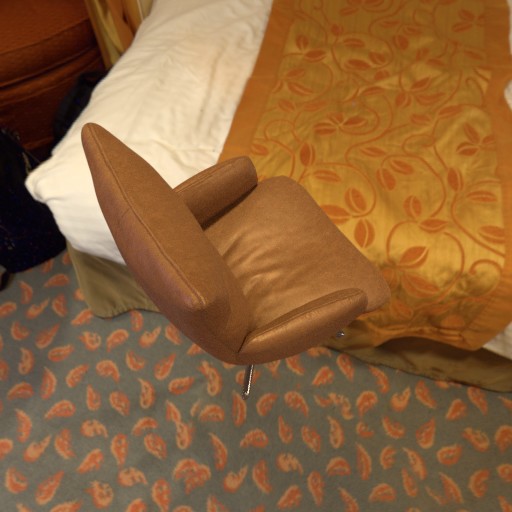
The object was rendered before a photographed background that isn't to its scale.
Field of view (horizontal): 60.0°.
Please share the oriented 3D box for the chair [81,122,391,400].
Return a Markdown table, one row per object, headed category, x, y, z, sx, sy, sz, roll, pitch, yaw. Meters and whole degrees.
| category | x | y | z | sx | sy | sz | roll | pitch | yaw |
| --- | --- | --- | --- | --- | --- | --- | --- | --- | --- |
| chair | 0.000 | 0.000 | 1.509 | 0.794 | 1.027 | 0.711 | -29 | 62 | -17 |
